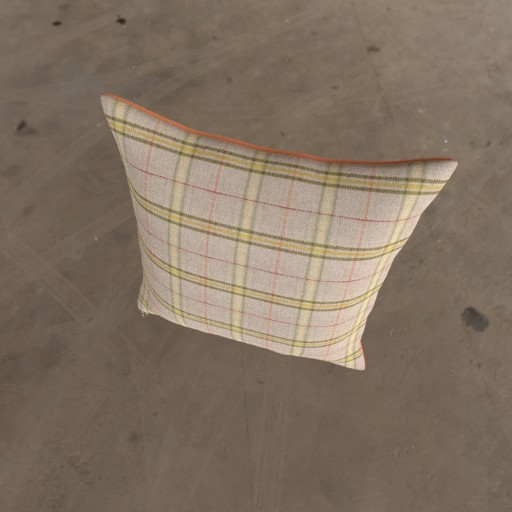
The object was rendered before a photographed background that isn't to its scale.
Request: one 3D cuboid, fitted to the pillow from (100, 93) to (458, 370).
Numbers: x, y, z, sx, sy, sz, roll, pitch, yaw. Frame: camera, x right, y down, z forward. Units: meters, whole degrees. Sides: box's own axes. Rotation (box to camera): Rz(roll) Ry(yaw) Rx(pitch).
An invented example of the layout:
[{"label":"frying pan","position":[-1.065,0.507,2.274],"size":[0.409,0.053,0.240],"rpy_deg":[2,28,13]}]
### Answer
[{"label":"pillow","position":[0.000,0.000,0.695],"size":[0.453,0.430,0.200],"rpy_deg":[13,59,8]}]
